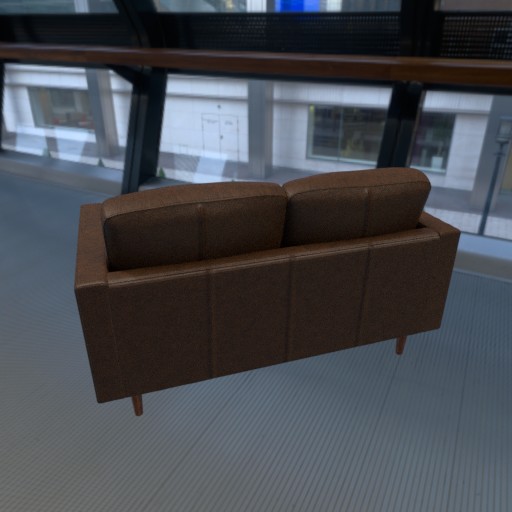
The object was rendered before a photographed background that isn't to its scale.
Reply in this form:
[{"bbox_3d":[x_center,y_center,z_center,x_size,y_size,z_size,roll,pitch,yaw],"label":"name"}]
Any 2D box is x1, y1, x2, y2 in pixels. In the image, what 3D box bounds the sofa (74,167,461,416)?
[{"bbox_3d":[0.000,0.000,2.170,1.578,0.951,0.909,-8,27,-16],"label":"sofa"}]
